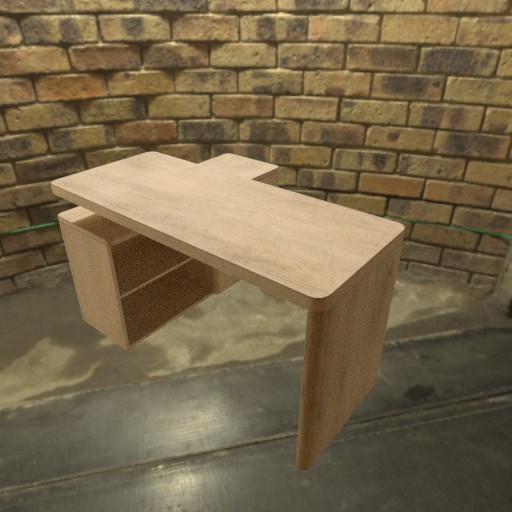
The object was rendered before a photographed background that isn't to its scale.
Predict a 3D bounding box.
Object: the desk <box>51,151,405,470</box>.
[{"bbox_3d":[0.000,0.000,2.146,1.400,0.770,1.175,22,37,33],"label":"desk"}]
